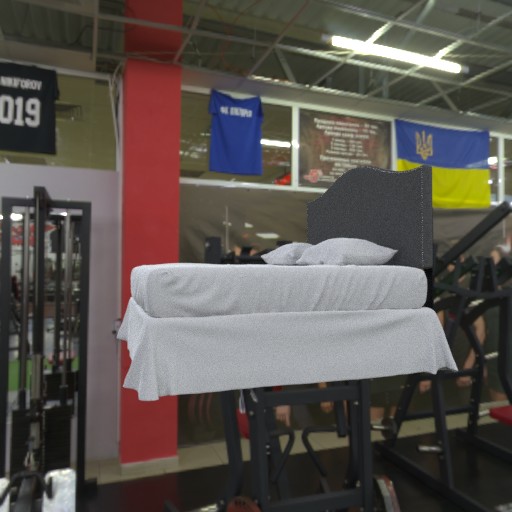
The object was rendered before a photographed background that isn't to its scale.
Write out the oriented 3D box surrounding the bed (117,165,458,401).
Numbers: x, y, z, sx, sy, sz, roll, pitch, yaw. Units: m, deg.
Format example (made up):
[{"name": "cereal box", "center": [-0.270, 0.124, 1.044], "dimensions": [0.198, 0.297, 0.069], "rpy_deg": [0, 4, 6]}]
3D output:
[{"name": "bed", "center": [0.000, 0.000, 3.774], "dimensions": [2.219, 1.651, 2.314], "rpy_deg": [0, -1, -18]}]
